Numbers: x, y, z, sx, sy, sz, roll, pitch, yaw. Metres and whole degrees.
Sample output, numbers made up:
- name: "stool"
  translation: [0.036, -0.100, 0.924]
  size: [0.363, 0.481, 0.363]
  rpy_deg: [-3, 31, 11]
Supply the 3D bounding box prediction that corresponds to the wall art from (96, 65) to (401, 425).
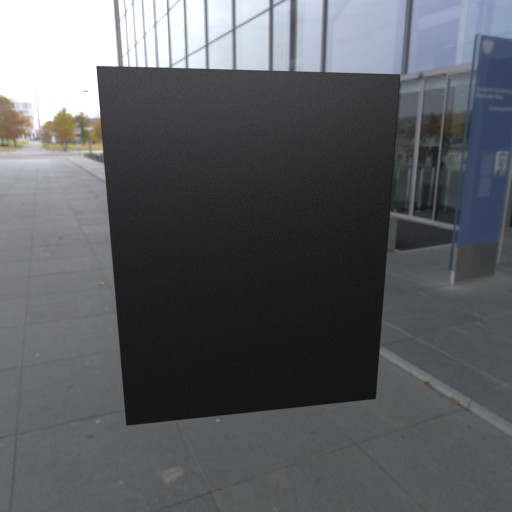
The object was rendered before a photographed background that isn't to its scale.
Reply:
- name: "wall art"
  translation: [0.000, 0.000, 1.536]
  size: [0.950, 1.194, 0.053]
  rpy_deg: [-3, 15, -10]
